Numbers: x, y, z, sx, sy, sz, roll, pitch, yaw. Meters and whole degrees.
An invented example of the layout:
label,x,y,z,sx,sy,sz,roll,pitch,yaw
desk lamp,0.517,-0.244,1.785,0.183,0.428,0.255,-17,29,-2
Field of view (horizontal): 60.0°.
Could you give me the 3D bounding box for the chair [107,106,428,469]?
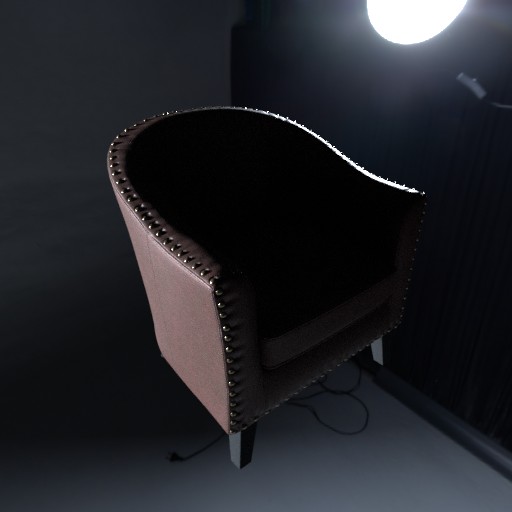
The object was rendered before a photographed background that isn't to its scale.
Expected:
label,x,y,z,sx,sy,sz,roll,pitch,yaw
chair,0.000,0.000,1.440,0.794,0.823,0.748,-22,36,-34
